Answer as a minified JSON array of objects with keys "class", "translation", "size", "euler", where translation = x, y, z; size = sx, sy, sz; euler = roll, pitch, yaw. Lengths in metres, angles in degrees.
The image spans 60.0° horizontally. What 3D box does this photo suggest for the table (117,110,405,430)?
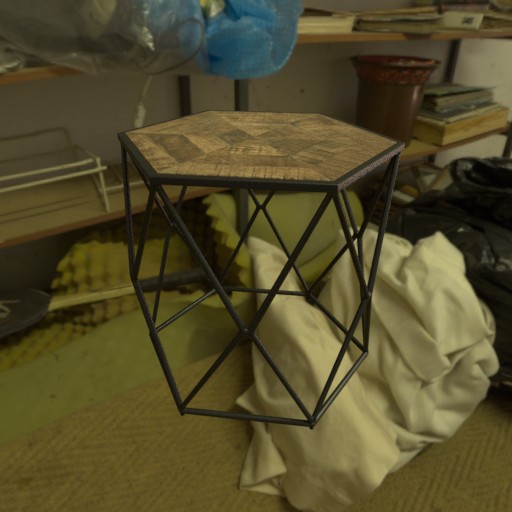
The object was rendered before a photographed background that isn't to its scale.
[{"class":"table","translation":[0.000,0.000,1.053],"size":[0.579,0.564,0.578],"euler":[20,35,31]}]
